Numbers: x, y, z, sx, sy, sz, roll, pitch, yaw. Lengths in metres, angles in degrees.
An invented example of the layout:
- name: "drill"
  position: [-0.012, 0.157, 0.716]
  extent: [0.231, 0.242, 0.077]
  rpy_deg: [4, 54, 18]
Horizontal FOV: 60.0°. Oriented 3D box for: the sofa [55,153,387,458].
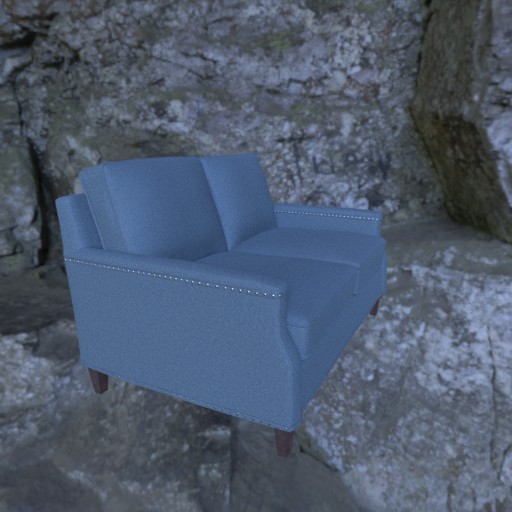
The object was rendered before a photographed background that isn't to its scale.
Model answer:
- name: "sofa"
  position: [0.000, 0.000, 2.281]
  extent: [1.084, 1.003, 1.597]
  rpy_deg: [8, 17, 26]
